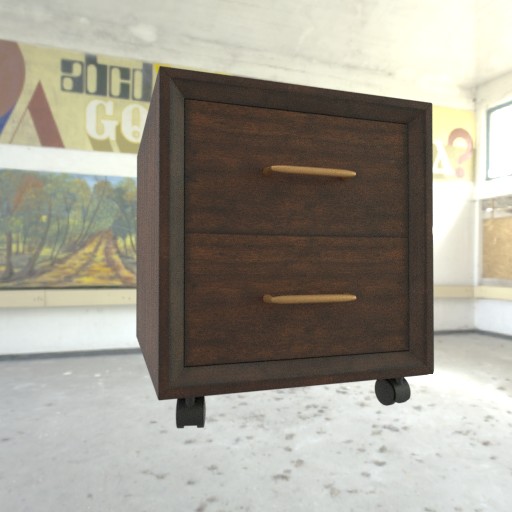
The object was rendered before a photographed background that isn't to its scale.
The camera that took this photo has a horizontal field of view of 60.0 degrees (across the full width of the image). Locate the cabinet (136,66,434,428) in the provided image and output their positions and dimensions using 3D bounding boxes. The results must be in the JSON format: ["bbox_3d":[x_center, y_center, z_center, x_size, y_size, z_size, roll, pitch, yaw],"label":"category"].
[{"bbox_3d":[0.000,0.000,0.822,0.402,0.455,0.500,0,-1,-18],"label":"cabinet"}]
